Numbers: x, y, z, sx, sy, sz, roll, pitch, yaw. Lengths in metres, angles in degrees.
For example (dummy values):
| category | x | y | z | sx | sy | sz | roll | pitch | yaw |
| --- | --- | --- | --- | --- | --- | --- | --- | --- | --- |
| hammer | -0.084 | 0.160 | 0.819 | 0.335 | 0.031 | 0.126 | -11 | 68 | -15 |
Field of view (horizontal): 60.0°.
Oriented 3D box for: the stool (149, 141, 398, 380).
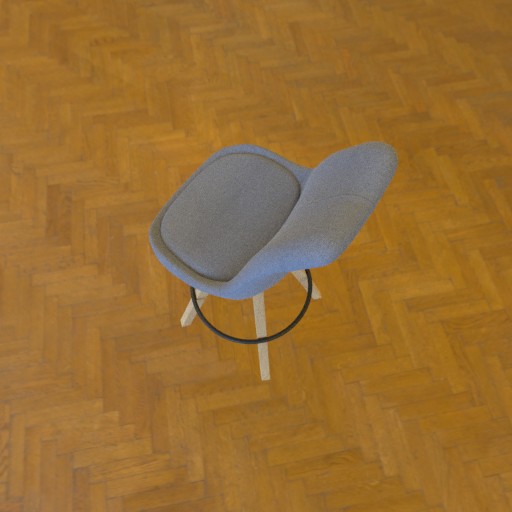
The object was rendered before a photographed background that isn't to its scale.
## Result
| category | x | y | z | sx | sy | sz | roll | pitch | yaw |
| --- | --- | --- | --- | --- | --- | --- | --- | --- | --- |
| stool | 0.000 | 0.000 | 1.402 | 0.550 | 1.115 | 0.485 | 31 | 68 | 14 |
